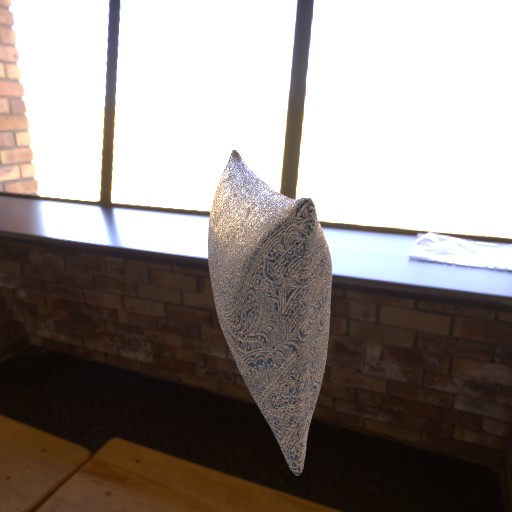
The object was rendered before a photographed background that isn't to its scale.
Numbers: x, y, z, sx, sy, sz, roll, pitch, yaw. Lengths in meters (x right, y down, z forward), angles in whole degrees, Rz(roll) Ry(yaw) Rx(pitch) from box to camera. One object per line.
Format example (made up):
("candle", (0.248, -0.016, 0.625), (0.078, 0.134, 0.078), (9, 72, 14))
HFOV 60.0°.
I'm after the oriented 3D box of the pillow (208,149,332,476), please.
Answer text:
("pillow", (0.000, 0.000, 0.709), (0.151, 0.295, 0.615), (-3, 18, -8))
